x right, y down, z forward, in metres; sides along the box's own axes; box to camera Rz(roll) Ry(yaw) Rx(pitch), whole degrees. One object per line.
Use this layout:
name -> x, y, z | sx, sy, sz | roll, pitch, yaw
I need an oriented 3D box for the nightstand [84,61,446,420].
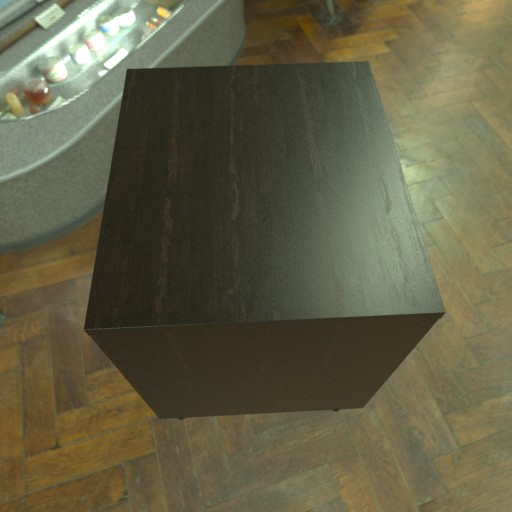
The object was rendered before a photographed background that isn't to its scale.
nightstand -> 0.000, 0.000, 0.856 | 0.427, 0.487, 0.489 | -2, 58, -2
